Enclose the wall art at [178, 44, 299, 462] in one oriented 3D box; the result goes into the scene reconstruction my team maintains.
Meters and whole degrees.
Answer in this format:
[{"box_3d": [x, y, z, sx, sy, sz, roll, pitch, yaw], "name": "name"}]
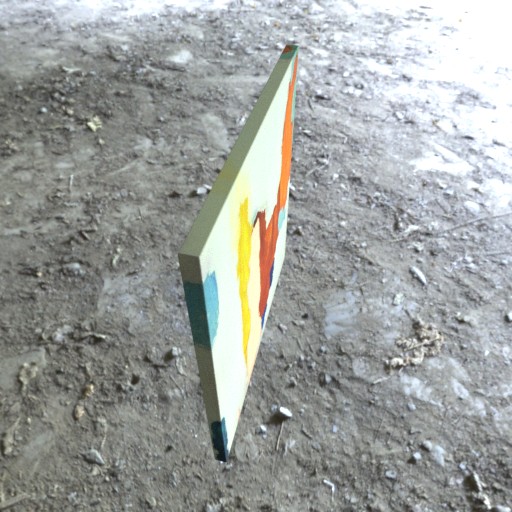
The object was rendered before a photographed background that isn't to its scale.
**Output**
[{"box_3d": [0.000, 0.000, 1.507, 0.044, 1.017, 1.017, 10, 47, 10], "name": "wall art"}]
